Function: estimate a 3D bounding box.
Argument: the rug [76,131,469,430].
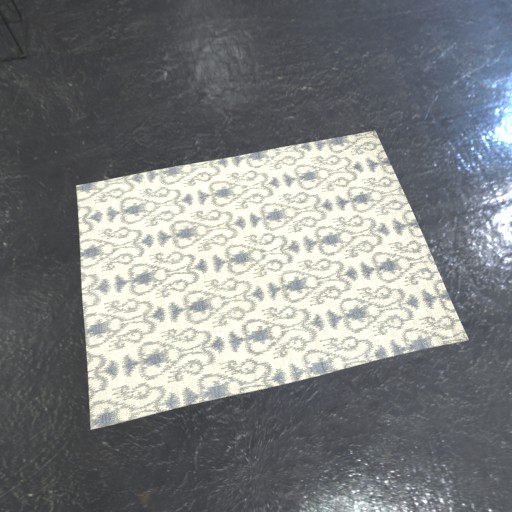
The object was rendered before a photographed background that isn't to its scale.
[{"bbox_3d":[0.000,0.000,2.916,2.261,0.013,1.676,-12,64,-6],"label":"rug"}]
